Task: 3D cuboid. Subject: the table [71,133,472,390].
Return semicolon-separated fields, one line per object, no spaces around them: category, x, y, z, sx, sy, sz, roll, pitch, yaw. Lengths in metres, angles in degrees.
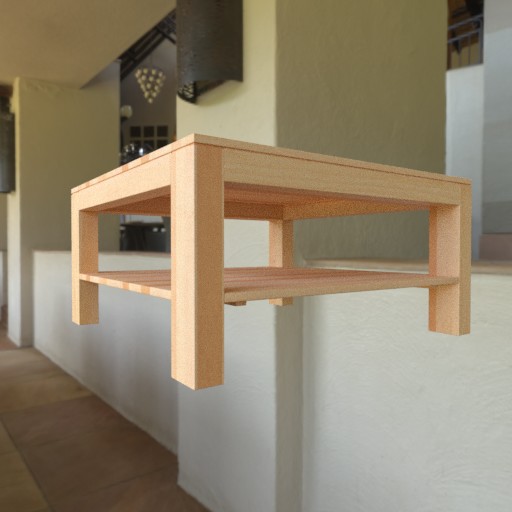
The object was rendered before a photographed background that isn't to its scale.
table;0.000;0.000;1.400;0.900;0.450;0.900;-1;1;-35
